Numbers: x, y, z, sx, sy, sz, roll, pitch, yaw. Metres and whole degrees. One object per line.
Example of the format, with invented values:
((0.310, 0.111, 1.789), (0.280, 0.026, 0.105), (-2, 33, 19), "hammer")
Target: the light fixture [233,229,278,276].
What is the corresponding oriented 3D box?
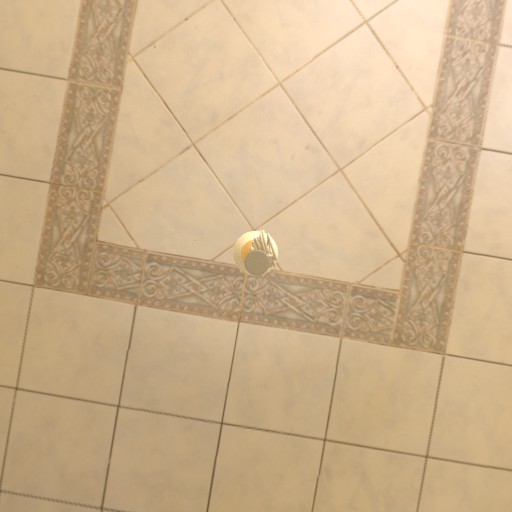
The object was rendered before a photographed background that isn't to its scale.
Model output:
((0.000, 0.000, 1.034), (0.153, 0.966, 0.153), (0, 91, 0), "light fixture")
